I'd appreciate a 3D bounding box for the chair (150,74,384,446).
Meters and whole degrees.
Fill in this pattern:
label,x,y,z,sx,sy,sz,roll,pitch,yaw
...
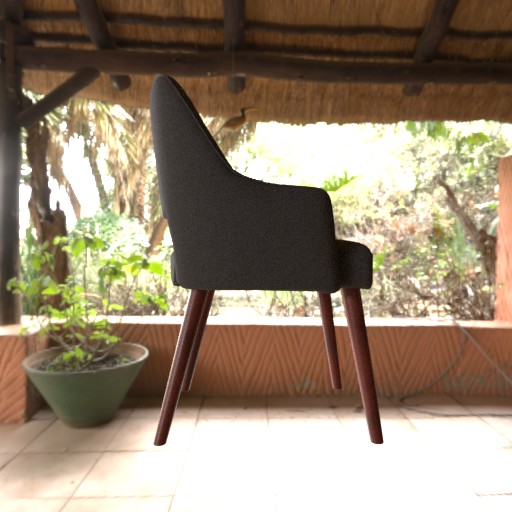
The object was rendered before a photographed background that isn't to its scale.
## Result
label,x,y,z,sx,sy,sz,roll,pitch,yaw
chair,0.000,0.000,1.203,0.560,0.838,0.559,0,-1,-1
